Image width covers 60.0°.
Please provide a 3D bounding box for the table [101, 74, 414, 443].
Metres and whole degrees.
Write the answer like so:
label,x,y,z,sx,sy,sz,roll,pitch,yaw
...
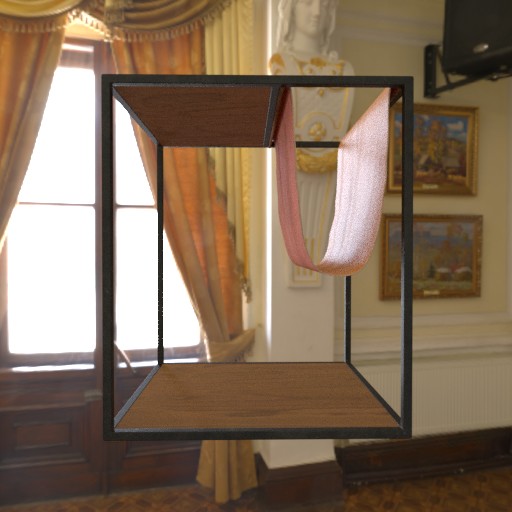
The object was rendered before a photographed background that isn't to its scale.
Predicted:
label,x,y,z,sx,sy,sz,roll,pitch,yaw
table,0.000,0.000,0.841,0.450,0.536,0.399,0,1,-1
